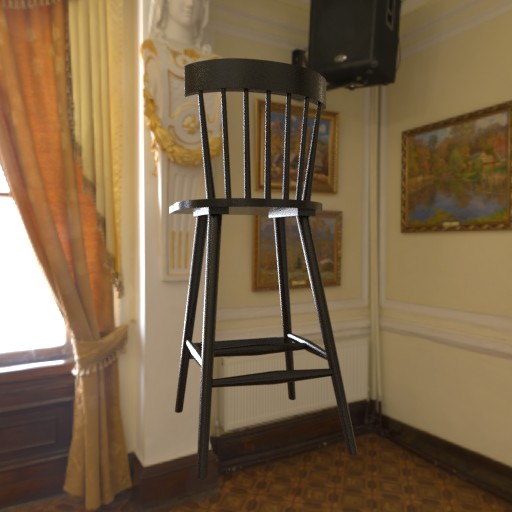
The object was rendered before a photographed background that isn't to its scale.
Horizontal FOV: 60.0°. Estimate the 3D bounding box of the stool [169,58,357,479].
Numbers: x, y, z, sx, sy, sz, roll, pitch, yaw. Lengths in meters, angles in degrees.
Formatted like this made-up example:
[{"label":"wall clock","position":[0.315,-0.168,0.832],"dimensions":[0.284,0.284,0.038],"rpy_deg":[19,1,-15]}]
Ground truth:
[{"label":"stool","position":[0.000,0.000,1.375],"dimensions":[0.482,1.092,0.483],"rpy_deg":[-1,2,-17]}]
